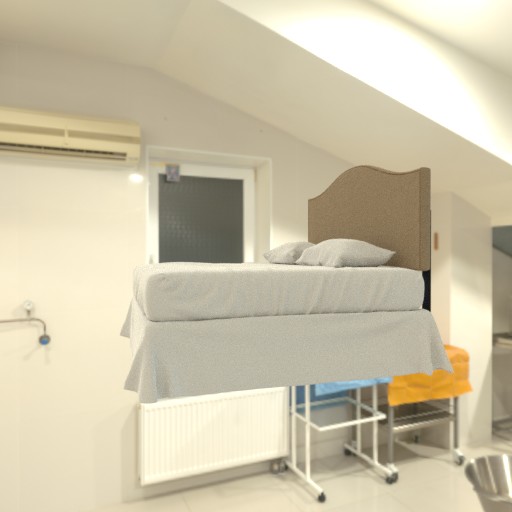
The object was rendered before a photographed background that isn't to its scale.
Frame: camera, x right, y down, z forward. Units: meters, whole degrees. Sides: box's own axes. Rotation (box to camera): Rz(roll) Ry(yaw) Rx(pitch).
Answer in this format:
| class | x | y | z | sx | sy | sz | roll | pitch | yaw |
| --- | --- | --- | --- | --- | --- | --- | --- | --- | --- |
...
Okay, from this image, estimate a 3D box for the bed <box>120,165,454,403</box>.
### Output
| class | x | y | z | sx | sy | sz | roll | pitch | yaw |
| --- | --- | --- | --- | --- | --- | --- | --- | --- | --- |
| bed | 0.000 | 0.000 | 3.809 | 2.222 | 1.651 | 2.311 | 0 | 0 | -18 |
